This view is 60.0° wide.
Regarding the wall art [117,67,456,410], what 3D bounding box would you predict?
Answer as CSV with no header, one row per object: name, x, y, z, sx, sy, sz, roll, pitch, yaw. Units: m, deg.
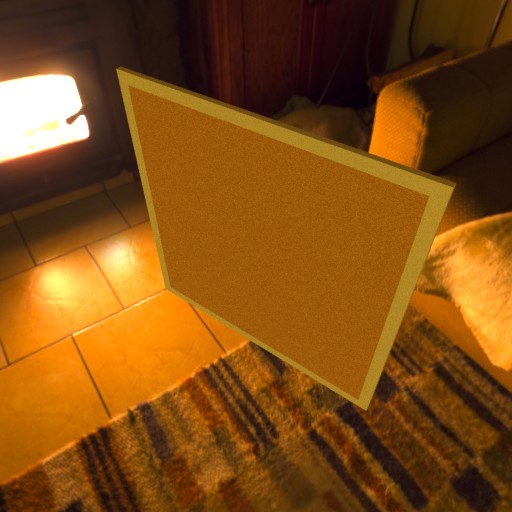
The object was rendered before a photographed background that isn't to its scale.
wall art,0.000,0.000,0.669,0.456,0.457,0.009,27,51,24
